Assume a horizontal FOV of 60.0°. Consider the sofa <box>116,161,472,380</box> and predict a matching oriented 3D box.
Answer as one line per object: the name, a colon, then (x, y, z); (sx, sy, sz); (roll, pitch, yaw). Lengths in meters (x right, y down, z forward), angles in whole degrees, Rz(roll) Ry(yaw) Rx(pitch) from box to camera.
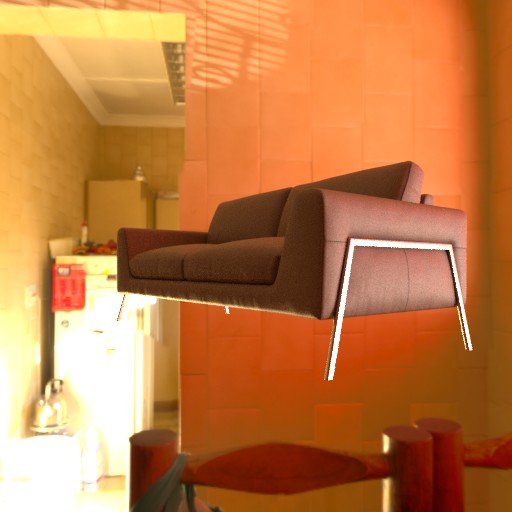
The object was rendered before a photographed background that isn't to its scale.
sofa: (0.000, 0.000, 2.542); (0.953, 0.875, 2.017); (1, -2, -37)
